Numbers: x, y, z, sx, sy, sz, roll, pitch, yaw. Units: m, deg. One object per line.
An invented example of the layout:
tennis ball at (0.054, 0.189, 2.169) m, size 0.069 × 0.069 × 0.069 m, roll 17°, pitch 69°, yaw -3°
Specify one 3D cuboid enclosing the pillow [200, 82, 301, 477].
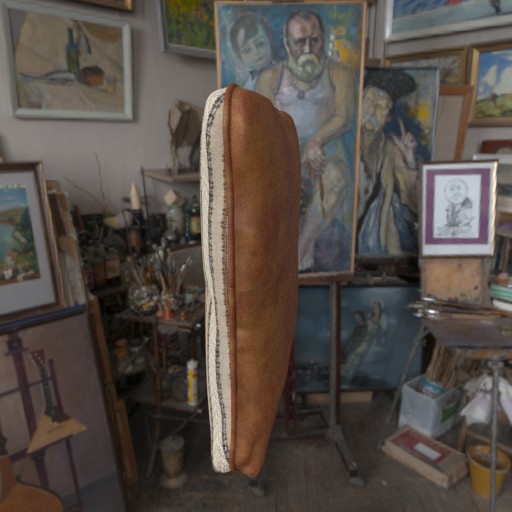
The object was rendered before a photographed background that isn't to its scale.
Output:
pillow at (0.000, 0.000, 0.730) m, size 0.130 × 0.490 × 0.489 m, roll 2°, pitch 15°, yaw 9°
